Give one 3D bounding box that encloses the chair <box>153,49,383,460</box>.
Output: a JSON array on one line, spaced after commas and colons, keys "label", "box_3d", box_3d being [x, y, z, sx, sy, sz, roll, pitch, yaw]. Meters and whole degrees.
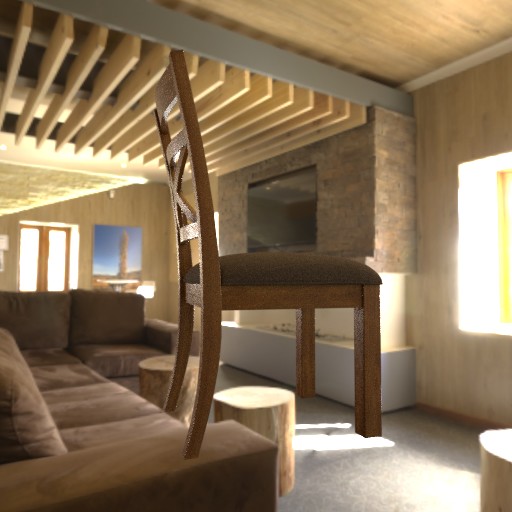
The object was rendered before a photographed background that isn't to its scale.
[{"label": "chair", "box_3d": [0.000, 0.000, 1.292, 0.581, 0.949, 0.470, 1, -2, -18]}]
